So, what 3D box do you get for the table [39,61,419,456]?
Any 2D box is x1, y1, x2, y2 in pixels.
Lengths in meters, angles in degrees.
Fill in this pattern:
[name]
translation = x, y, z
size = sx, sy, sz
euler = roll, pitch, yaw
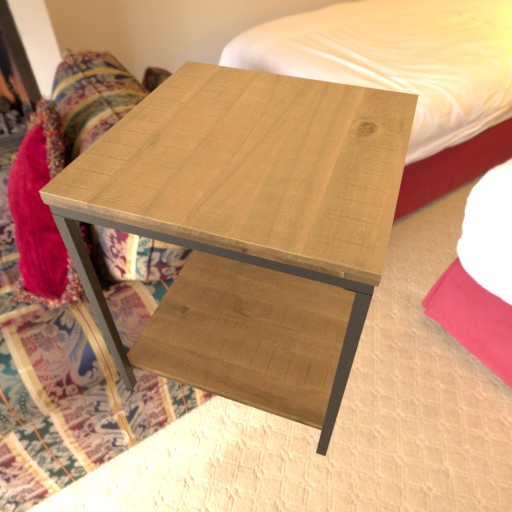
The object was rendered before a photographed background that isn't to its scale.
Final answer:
[table]
translation = 0.000, 0.000, 0.974
size = 0.503, 0.589, 0.507
euler = 14, 47, 13
